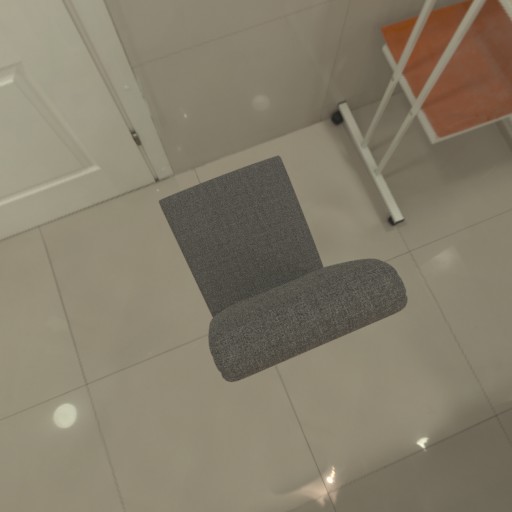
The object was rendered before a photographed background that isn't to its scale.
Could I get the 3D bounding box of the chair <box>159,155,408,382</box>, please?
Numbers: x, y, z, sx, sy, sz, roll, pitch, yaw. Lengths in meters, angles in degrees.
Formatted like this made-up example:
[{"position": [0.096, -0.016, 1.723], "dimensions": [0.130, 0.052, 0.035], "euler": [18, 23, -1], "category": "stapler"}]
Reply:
[{"position": [0.000, 0.000, 1.398], "dimensions": [0.456, 1.006, 0.671], "euler": [-22, 76, -6], "category": "chair"}]
